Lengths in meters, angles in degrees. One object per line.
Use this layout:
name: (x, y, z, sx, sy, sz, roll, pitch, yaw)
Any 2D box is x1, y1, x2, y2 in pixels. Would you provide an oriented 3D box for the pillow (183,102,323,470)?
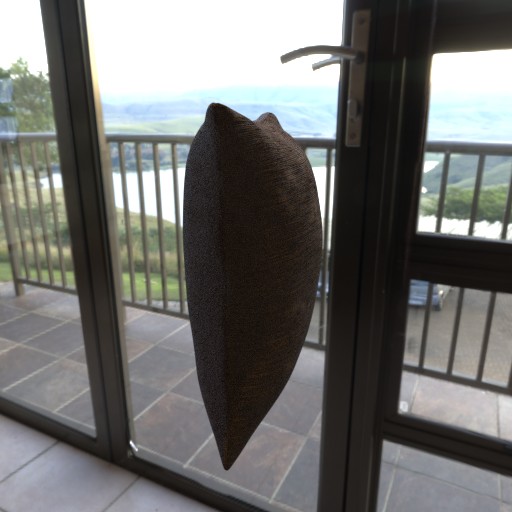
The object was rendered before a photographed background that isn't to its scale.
pillow: (0.000, 0.000, 0.693, 0.204, 0.439, 0.452, 3, 17, 8)
